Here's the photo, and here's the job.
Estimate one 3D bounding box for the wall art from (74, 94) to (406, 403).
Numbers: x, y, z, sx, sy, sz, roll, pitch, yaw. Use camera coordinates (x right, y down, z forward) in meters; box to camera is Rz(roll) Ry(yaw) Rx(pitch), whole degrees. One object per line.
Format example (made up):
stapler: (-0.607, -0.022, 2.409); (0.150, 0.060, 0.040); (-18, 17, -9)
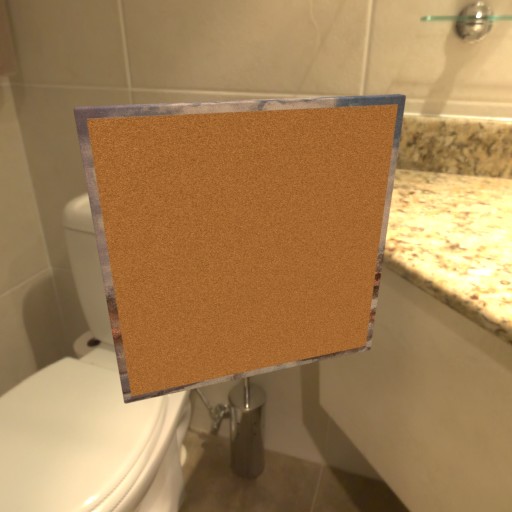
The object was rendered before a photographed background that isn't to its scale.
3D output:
wall art: (0.000, 0.000, 1.346); (0.888, 0.897, 0.035); (-8, 27, -16)
